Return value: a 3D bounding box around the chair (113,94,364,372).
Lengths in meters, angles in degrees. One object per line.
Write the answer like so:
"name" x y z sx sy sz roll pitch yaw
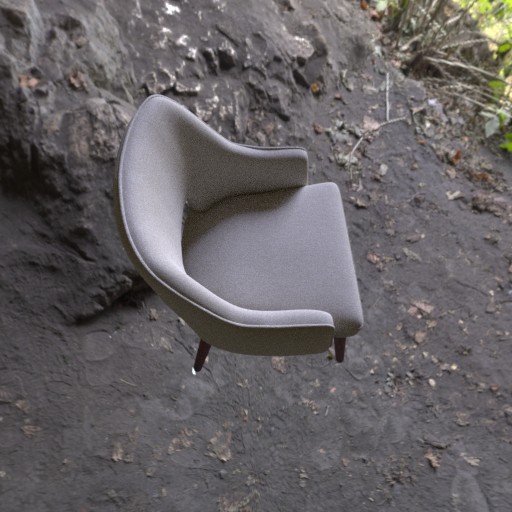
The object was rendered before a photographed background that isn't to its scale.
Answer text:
"chair" 0.000 0.000 1.248 0.580 0.840 0.560 -4 64 -2
